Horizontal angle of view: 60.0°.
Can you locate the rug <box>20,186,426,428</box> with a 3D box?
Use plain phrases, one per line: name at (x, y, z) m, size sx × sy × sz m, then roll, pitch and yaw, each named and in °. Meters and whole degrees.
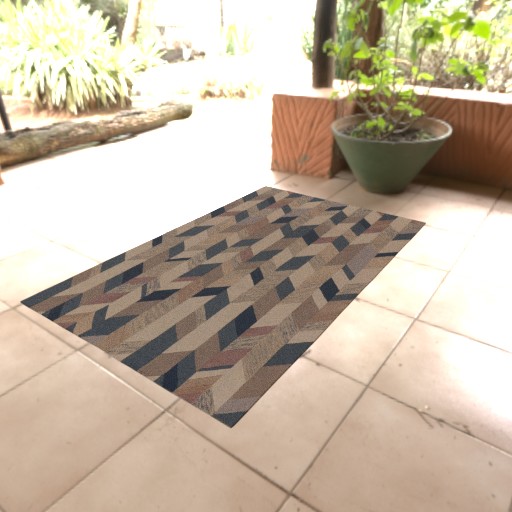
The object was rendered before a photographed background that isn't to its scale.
rug at (0.000, 0.000, 2.951) m, size 1.513 × 0.008 × 2.423 m, roll 19°, pitch 33°, yaw 31°
